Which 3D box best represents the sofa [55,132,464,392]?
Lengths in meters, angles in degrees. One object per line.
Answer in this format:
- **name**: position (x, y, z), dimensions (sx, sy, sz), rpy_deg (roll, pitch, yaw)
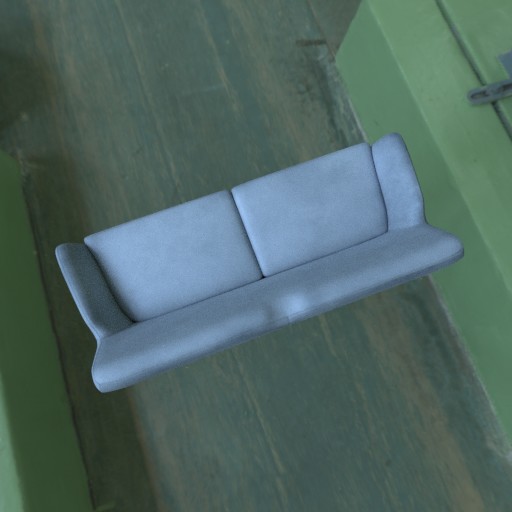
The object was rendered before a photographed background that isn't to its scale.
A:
- **sofa**: position (0.000, 0.000, 2.330), dimensions (1.870, 0.810, 0.850), rpy_deg (-20, 76, -5)
